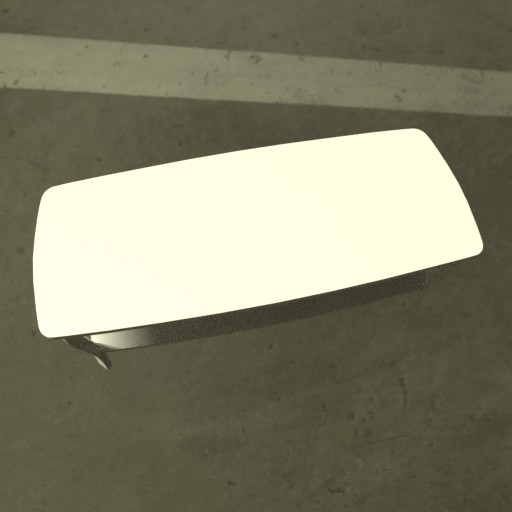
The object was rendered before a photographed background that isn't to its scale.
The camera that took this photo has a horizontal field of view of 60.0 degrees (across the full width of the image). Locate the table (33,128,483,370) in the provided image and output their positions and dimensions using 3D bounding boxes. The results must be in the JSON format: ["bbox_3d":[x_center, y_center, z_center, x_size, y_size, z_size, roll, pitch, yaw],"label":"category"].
[{"bbox_3d":[0.000,0.000,1.570,1.334,0.474,0.561,-10,62,-6],"label":"table"}]
